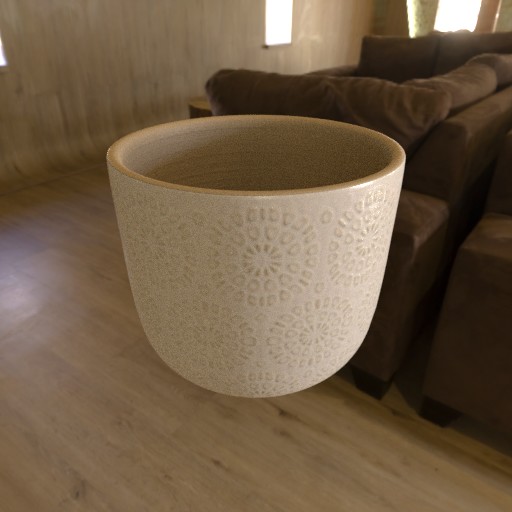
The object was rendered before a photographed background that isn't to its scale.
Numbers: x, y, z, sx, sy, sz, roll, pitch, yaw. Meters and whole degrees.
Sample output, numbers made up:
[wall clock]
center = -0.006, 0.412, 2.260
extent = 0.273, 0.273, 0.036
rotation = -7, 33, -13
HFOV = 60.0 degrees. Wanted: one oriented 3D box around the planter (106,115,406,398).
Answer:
[planter]
center = 0.000, 0.000, 0.298
extent = 0.170, 0.152, 0.170
rotation = 0, 29, 0
